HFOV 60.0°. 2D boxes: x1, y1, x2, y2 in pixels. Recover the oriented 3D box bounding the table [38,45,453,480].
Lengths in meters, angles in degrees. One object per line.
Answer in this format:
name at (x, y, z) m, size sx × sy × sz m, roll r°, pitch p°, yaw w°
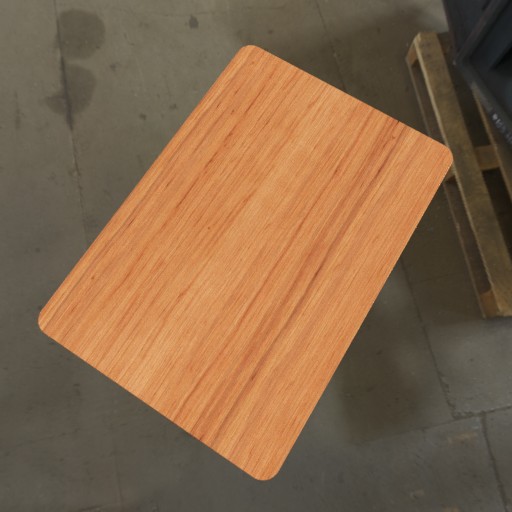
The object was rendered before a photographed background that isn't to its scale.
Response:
table at (0.000, 0.000, 1.379) m, size 0.696 × 0.445 × 0.997 m, roll 31°, pitch 77°, yaw 8°
